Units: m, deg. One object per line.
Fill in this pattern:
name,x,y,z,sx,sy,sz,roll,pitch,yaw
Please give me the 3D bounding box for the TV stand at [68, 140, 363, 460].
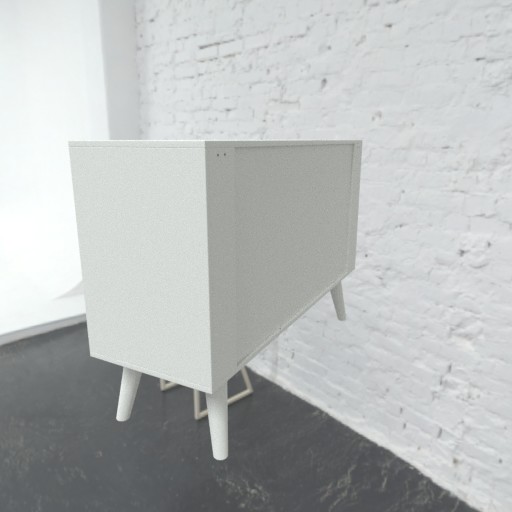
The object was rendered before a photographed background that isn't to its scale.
TV stand,0.000,0.000,1.605,0.406,0.812,1.193,8,17,27
